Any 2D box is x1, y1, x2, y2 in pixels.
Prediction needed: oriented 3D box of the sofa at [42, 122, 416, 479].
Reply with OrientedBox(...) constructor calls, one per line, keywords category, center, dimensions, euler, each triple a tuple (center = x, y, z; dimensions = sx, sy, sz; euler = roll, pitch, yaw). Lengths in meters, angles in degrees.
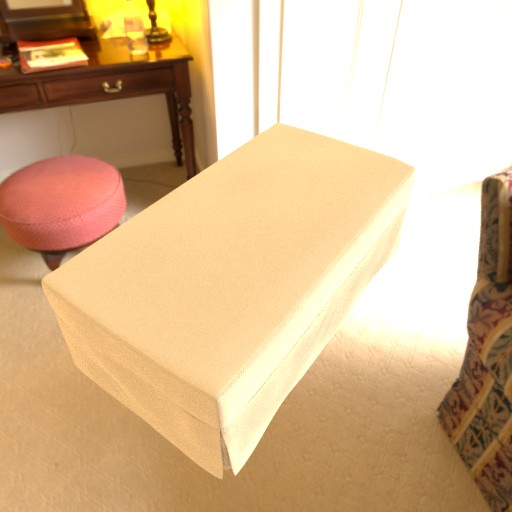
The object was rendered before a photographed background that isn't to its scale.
OrientedBox(category="sofa", center=(0.000, 0.000, 2.127), dimensions=(0.939, 0.552, 1.677), euler=(26, 49, 25))
